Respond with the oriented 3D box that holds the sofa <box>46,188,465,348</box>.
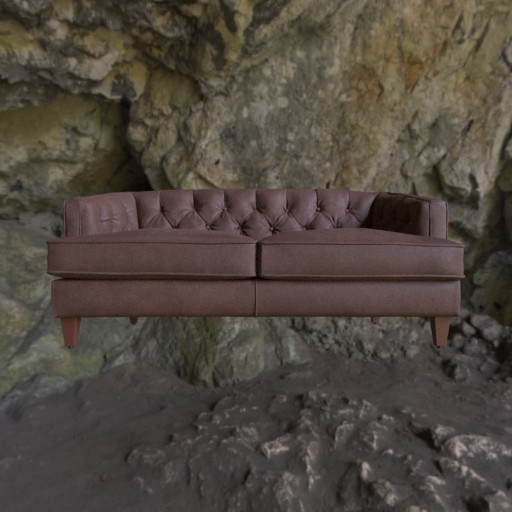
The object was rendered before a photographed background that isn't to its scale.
[{"bbox_3d":[0.000,0.000,2.265,1.767,0.799,0.917,0,0,0],"label":"sofa"}]
